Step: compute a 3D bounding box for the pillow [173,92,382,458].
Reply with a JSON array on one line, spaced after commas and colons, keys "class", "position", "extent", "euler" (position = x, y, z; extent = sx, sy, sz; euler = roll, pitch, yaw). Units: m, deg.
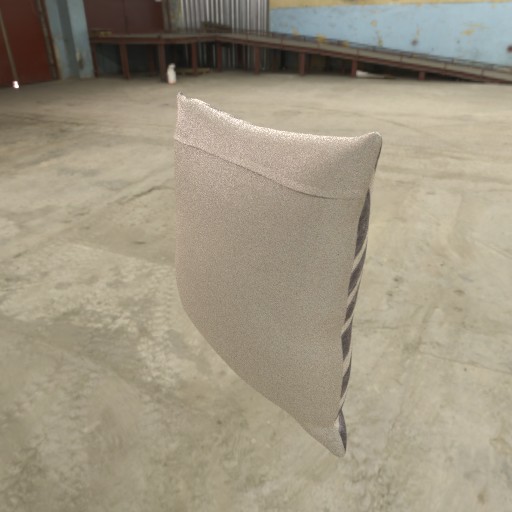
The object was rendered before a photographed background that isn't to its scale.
[{"class": "pillow", "position": [0.000, 0.000, 0.673], "extent": [0.182, 0.441, 0.440], "euler": [-18, 33, -31]}]
